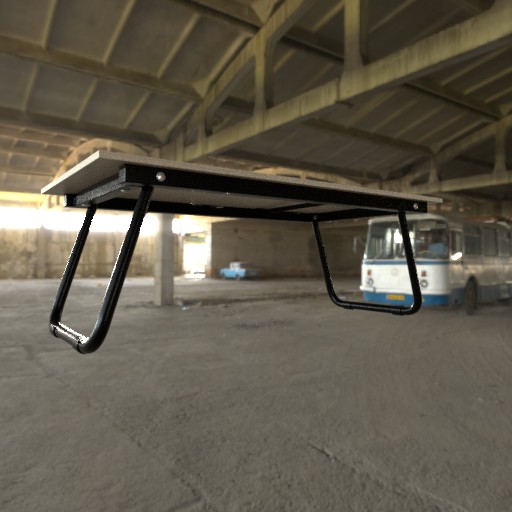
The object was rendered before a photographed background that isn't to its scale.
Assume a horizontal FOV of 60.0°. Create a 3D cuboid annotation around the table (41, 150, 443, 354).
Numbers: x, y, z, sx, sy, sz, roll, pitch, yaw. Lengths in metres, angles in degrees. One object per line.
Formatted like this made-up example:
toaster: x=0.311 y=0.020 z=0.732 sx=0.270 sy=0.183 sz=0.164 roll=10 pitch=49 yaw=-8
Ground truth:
table: x=0.000 y=0.000 z=0.785 sx=0.644 sy=0.242 sz=0.322 roll=0 pitch=-1 yaw=-36
